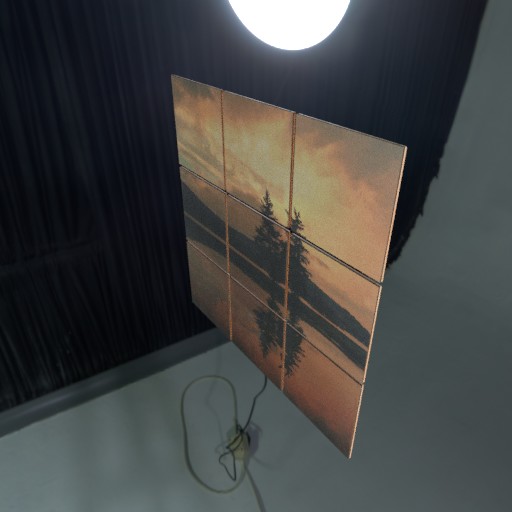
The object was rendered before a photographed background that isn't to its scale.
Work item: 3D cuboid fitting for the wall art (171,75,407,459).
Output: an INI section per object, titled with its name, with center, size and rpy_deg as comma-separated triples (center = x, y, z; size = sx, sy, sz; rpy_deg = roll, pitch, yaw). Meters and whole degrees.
[wall art]
center = 0.000, 0.000, 1.798
size = 0.013, 1.218, 1.216
rpy_deg = -21, 37, -30
